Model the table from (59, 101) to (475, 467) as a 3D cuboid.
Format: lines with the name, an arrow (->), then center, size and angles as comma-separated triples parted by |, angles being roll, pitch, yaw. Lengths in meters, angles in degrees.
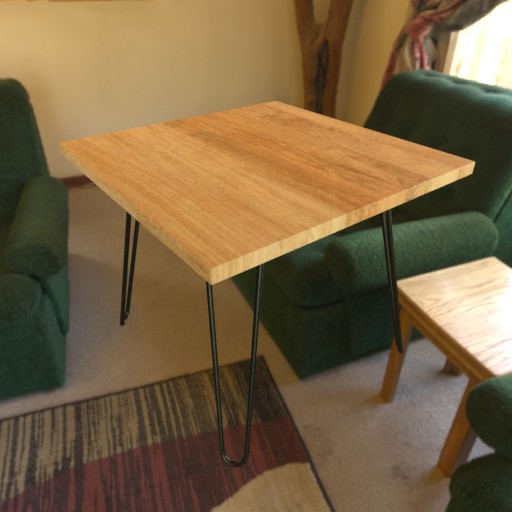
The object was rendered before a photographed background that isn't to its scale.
table -> 0.000, 0.000, 1.027 | 0.599, 0.500, 0.599 | -22, 39, -31
